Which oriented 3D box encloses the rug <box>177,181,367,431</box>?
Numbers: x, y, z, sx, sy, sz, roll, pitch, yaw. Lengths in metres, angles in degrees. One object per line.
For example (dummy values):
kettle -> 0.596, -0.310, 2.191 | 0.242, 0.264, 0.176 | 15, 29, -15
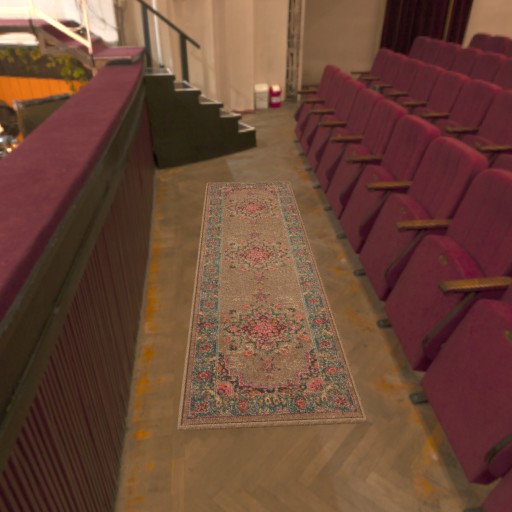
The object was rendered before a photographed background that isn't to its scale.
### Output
rug -> 0.000, 0.000, 2.507 | 0.659, 0.019, 2.297 | -2, 30, -3
